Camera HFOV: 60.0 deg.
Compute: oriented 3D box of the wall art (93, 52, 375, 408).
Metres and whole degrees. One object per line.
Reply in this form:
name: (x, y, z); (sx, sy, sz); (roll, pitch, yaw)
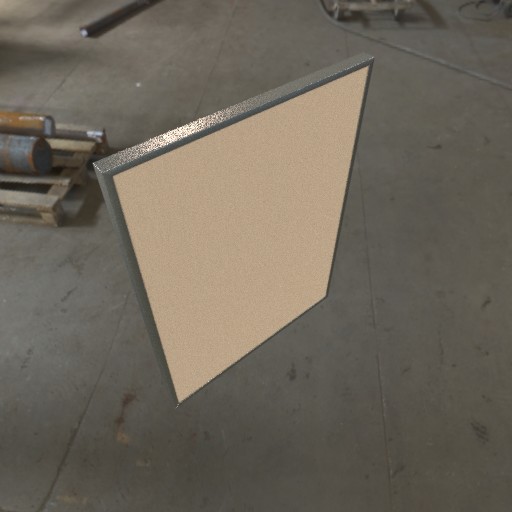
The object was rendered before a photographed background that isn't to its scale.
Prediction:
wall art: (0.000, 0.000, 1.424); (0.803, 1.062, 0.041); (-32, 55, -26)
